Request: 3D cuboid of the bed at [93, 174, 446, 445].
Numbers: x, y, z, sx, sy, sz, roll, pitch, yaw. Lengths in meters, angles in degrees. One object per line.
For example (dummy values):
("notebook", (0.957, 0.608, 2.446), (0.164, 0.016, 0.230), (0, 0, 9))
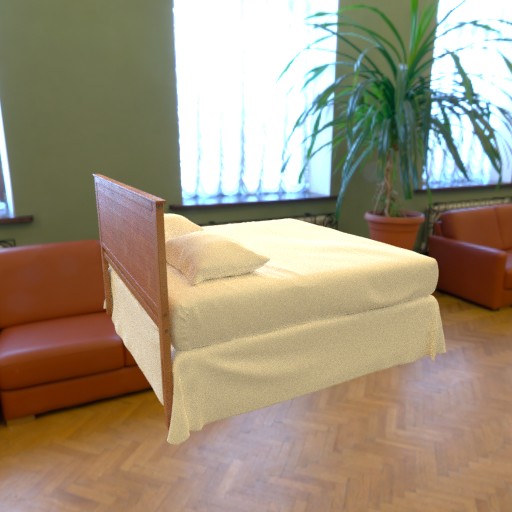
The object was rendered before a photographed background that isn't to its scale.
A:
("bed", (0.000, 0.000, 3.621), (2.215, 1.270, 2.317), (-8, 16, -27))
